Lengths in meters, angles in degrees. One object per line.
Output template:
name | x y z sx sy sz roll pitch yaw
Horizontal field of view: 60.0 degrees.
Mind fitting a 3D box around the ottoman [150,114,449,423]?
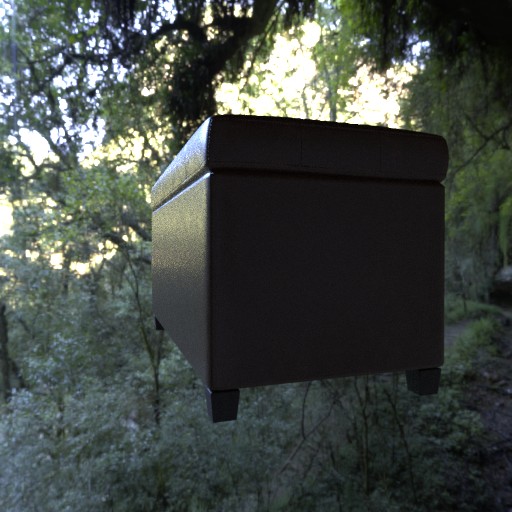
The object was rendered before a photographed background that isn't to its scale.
ottoman | 0.000 0.000 1.087 0.432 0.470 0.838 0 1 -19
